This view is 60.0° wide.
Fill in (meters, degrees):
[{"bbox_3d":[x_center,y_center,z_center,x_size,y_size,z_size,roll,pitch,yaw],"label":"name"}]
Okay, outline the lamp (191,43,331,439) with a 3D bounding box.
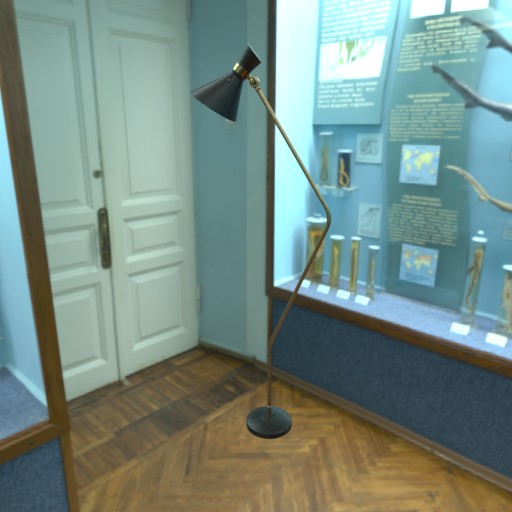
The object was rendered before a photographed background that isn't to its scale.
[{"bbox_3d":[0.000,0.000,1.617,0.277,1.438,0.467,-15,21,-42],"label":"lamp"}]
